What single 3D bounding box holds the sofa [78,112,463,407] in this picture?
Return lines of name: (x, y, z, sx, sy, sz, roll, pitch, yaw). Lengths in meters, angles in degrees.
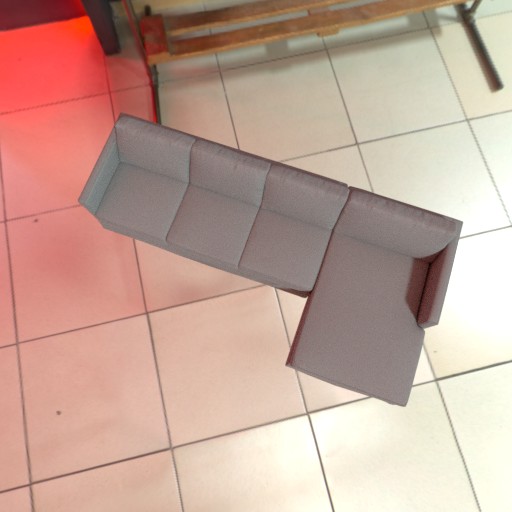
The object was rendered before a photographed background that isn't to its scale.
sofa: (0.000, 0.000, 3.918, 3.177, 0.867, 1.622, 19, 76, 5)
